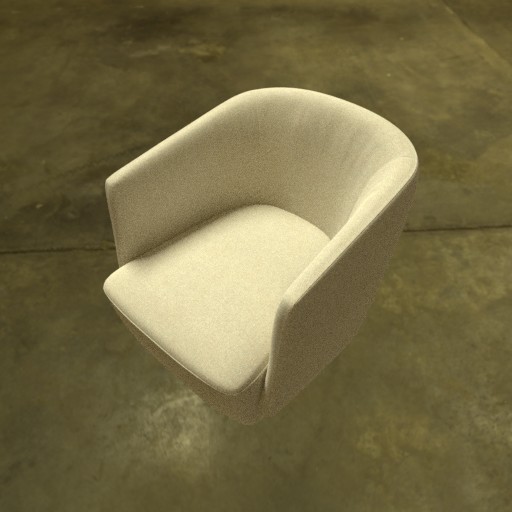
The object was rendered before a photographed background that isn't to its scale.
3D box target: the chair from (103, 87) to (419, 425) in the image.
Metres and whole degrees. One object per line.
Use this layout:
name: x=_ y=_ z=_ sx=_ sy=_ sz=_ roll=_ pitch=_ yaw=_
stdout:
chair: x=0.000 y=0.000 z=1.634 sx=0.822 sy=0.861 sz=0.986 roll=32 pitch=53 yaw=28
